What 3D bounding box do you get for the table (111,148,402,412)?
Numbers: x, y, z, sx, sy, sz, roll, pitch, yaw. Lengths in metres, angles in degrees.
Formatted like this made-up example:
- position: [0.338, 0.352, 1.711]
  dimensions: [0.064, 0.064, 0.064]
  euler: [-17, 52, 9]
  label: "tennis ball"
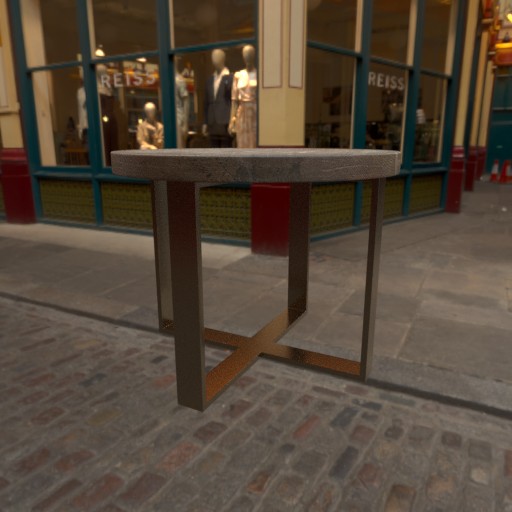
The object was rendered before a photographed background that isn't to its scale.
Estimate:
- position: [0.000, 0.000, 0.947]
  dimensions: [0.557, 0.437, 0.557]
  euler: [0, 15, 0]
  label: "table"
